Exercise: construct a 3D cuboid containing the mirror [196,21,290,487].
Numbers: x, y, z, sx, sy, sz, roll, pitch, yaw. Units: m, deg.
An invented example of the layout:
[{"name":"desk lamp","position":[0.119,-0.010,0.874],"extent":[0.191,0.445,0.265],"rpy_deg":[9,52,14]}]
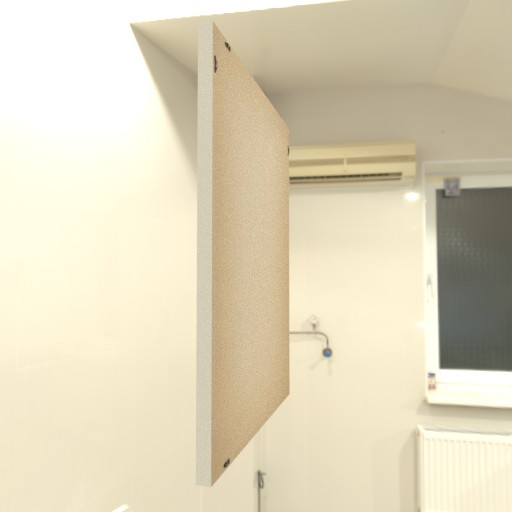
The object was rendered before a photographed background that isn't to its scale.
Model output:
[{"name":"mirror","position":[0.000,0.000,1.333],"extent":[0.041,1.016,0.762],"rpy_deg":[-1,-2,17]}]
